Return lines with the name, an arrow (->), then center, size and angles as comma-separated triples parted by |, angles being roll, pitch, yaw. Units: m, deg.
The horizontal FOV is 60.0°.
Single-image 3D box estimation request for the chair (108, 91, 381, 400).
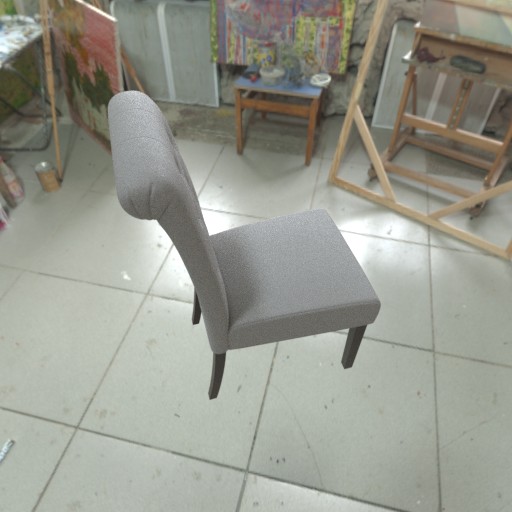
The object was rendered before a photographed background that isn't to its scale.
chair -> 0.000, 0.000, 1.382 | 0.671, 1.006, 0.456 | -12, 48, -11
